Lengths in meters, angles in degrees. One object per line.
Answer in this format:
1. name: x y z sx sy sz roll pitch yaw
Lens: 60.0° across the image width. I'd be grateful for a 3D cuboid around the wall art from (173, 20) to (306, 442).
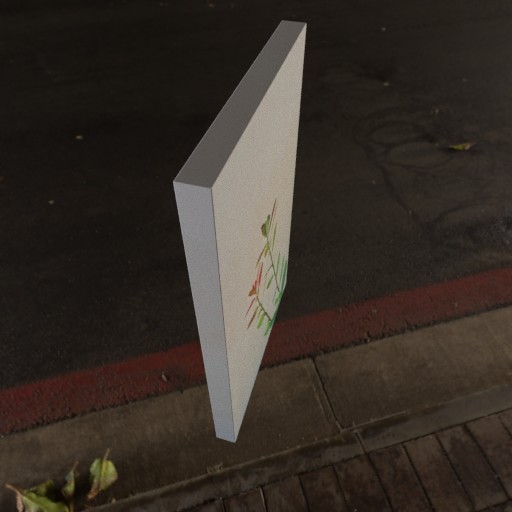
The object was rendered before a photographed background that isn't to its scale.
1. wall art: 0.000 0.000 0.755 0.038 0.611 0.408 12 48 11
